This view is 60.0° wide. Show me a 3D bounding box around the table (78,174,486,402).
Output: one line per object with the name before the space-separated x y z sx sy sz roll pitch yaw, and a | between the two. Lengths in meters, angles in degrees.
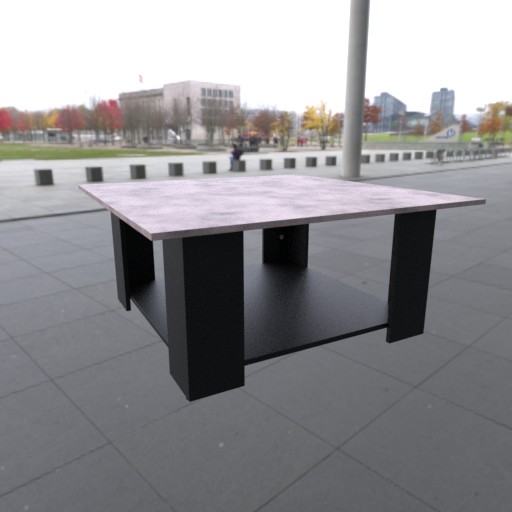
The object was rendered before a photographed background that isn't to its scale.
table | 0.000 0.000 1.043 0.670 0.305 0.670 -8 17 -28
